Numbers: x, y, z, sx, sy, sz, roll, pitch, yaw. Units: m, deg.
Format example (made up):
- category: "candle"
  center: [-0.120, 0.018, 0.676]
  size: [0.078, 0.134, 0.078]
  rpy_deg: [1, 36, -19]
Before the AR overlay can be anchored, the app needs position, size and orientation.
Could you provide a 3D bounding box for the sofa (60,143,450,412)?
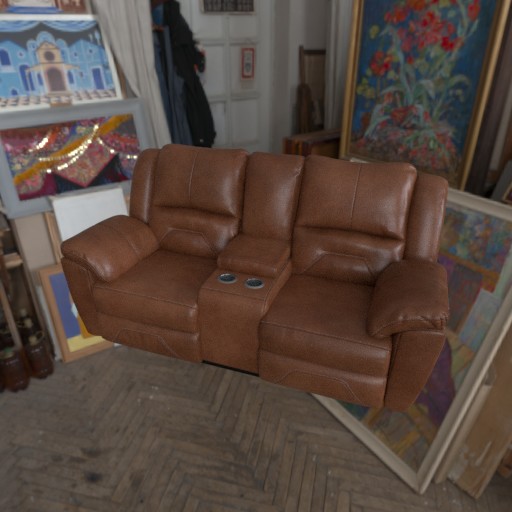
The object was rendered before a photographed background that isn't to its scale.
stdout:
- category: "sofa"
  center: [0.000, 0.000, 2.577]
  size: [2.058, 1.043, 0.991]
  rpy_deg: [9, 29, 17]
